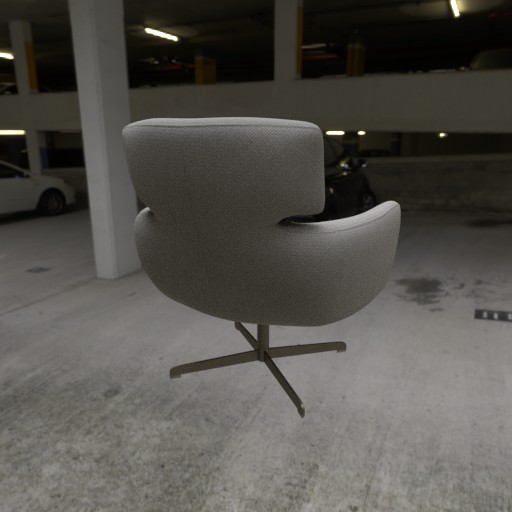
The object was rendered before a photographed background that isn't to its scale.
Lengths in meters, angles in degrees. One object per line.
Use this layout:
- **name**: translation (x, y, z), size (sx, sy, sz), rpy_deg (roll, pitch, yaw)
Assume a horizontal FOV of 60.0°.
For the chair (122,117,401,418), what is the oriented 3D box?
- **chair**: translation (0.000, 0.000, 1.383), size (0.760, 0.810, 0.730), rpy_deg (8, 18, 25)
